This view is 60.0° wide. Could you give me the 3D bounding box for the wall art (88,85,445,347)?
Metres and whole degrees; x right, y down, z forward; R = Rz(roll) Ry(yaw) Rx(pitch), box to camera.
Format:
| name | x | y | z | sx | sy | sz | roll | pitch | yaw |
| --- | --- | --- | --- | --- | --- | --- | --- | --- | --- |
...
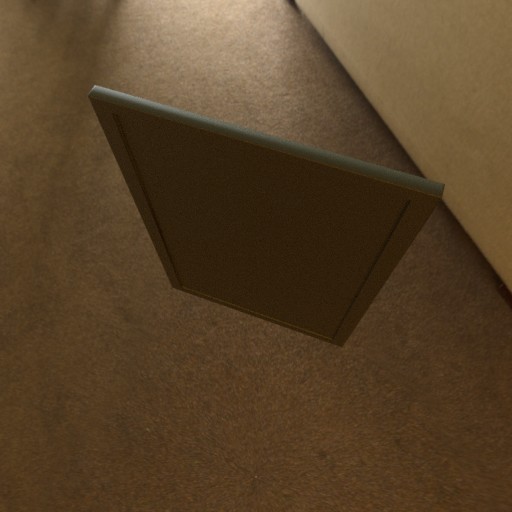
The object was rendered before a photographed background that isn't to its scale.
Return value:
| name | x | y | z | sx | sy | sz | roll | pitch | yaw |
| --- | --- | --- | --- | --- | --- | --- | --- | --- | --- |
| wall art | 0.000 | 0.000 | 0.552 | 0.303 | 0.431 | 0.013 | 18 | 65 | 9 |
